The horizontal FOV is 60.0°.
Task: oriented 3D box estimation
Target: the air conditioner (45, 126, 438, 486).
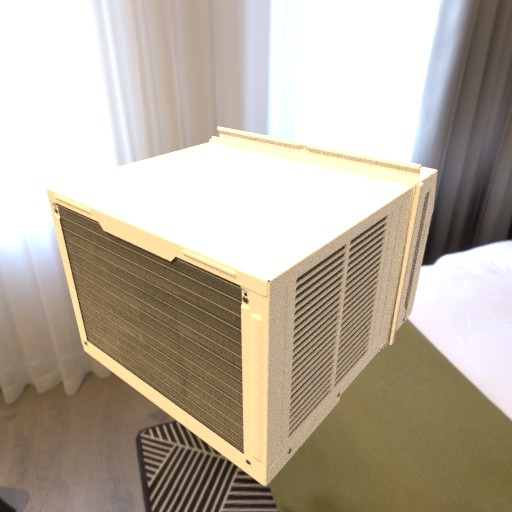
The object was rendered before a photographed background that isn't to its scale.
[{"bbox_3d":[0.000,0.000,0.879,0.503,0.388,0.546,21,35,34],"label":"air conditioner"}]
